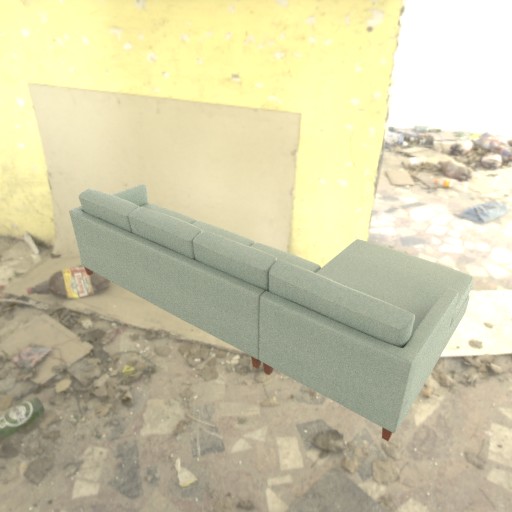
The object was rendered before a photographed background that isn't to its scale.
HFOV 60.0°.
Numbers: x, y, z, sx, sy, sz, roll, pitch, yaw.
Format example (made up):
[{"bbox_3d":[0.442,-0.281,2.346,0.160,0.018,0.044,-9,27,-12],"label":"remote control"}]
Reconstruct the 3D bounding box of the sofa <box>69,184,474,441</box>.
[{"bbox_3d":[0.000,0.000,4.102,3.470,0.953,1.600,21,36,32],"label":"sofa"}]
